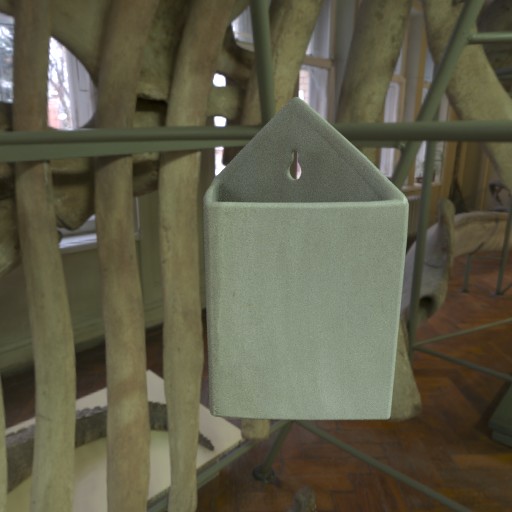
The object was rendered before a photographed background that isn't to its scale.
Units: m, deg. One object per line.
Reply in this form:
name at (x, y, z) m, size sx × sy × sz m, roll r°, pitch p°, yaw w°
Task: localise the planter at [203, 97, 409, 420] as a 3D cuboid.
planter at (0.000, 0.000, 0.280) m, size 0.163 × 0.194 × 0.080 m, roll 15°, pitch 21°, yaw 42°
